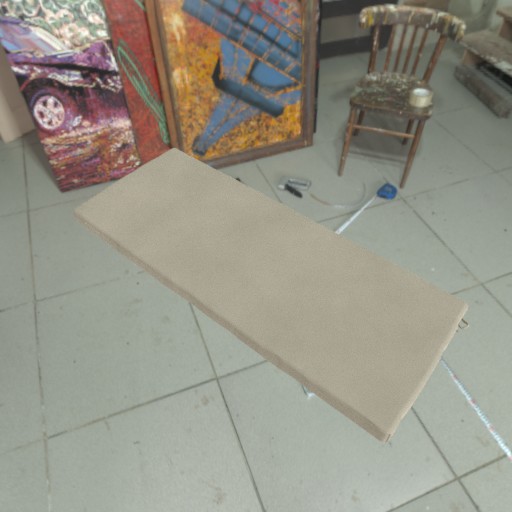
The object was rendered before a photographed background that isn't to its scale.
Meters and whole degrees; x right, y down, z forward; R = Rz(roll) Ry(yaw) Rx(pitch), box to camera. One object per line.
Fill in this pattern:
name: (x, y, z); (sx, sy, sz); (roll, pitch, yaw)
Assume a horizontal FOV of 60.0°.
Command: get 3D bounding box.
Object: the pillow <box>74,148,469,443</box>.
pillow: (0.000, 0.000, 1.336); (1.187, 0.081, 0.492); (31, 55, 25)
